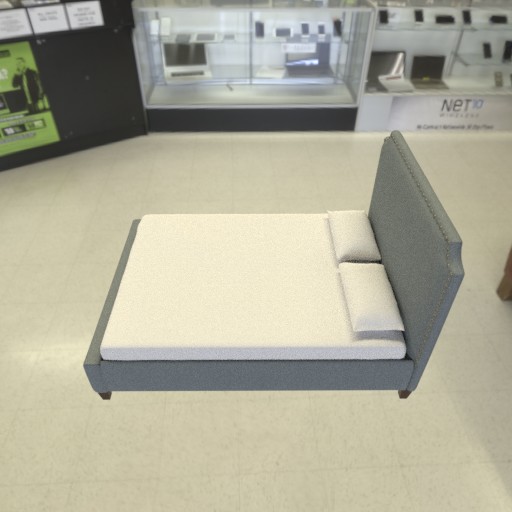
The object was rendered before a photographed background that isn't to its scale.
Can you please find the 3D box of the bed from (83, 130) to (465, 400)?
[{"bbox_3d":[0.000,0.000,3.474,2.372,1.443,1.712,0,41,0],"label":"bed"}]
